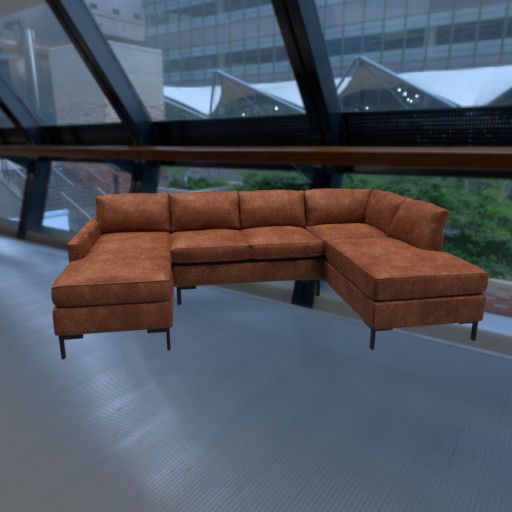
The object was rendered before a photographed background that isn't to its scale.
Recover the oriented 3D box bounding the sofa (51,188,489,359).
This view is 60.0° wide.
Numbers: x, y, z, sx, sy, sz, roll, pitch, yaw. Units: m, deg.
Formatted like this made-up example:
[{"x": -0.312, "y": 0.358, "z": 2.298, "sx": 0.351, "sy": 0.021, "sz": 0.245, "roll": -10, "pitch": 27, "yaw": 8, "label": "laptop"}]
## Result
[{"x": 0.000, "y": 0.000, "z": 3.728, "sx": 2.956, "sy": 0.900, "sz": 1.939, "roll": -3, "pitch": 16, "yaw": -10, "label": "sofa"}]
